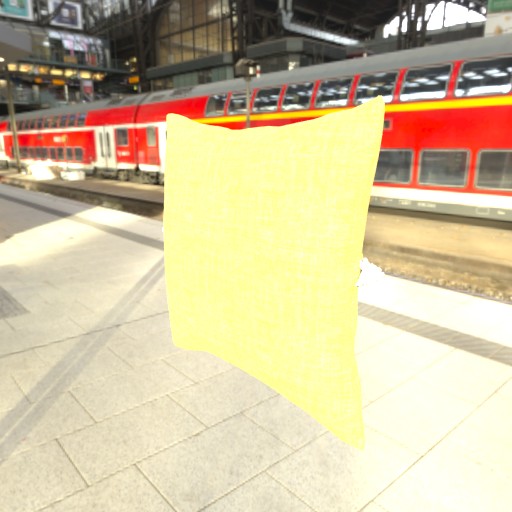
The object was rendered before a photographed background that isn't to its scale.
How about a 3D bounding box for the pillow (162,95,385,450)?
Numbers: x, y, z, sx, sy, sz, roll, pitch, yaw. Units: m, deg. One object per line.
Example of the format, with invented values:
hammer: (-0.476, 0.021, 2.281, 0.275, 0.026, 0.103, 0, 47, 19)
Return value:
pillow: (0.000, 0.000, 0.755, 0.167, 0.481, 0.485, -13, 19, -42)
